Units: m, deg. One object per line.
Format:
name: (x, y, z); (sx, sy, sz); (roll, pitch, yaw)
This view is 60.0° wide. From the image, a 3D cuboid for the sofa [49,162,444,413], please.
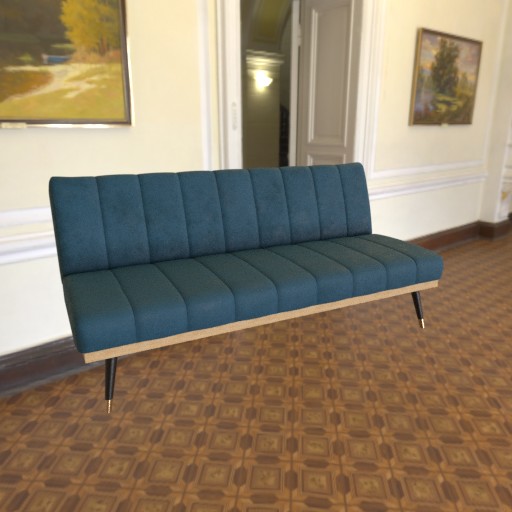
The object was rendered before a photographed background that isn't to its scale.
sofa: (0.000, 0.000, 2.252); (1.810, 0.825, 0.830); (-8, 18, -25)
